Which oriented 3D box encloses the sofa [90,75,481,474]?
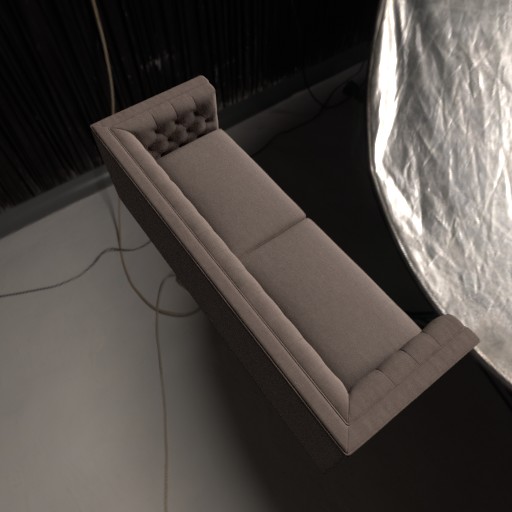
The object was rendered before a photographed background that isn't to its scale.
[{"bbox_3d":[0.000,0.000,2.505,0.775,0.762,2.159,-32,64,-18],"label":"sofa"}]
